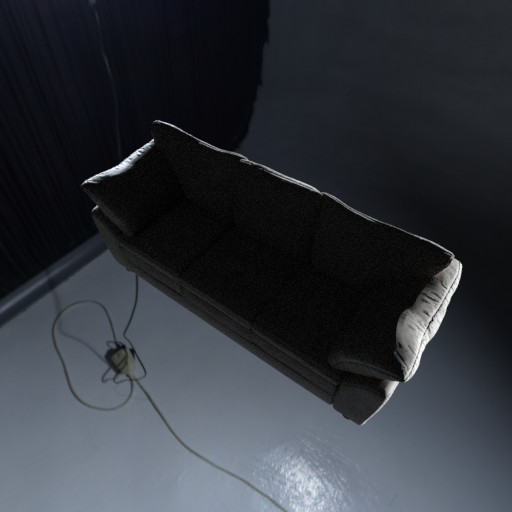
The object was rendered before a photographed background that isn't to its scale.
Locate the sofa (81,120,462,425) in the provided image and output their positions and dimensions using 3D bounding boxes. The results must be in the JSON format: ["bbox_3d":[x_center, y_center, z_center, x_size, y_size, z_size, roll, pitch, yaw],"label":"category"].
[{"bbox_3d":[0.000,0.000,2.878,2.334,0.996,0.878,29,53,25],"label":"sofa"}]
